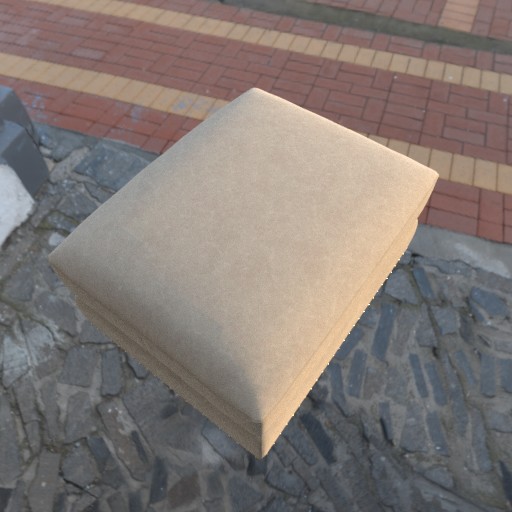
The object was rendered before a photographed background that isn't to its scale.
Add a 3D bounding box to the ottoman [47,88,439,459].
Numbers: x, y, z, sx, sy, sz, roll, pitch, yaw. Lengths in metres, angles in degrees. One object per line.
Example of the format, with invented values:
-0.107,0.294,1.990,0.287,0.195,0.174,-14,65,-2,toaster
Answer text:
0.000,0.000,1.142,0.584,0.513,0.741,32,62,19,ottoman
